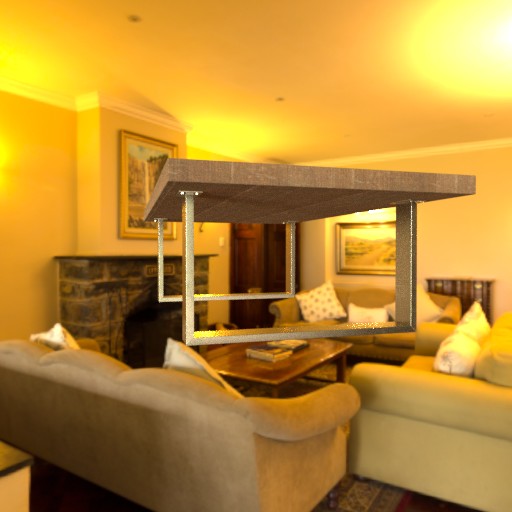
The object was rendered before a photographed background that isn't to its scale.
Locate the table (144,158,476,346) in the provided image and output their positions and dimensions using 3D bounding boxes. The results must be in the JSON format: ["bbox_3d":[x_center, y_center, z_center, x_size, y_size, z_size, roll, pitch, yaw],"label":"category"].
[{"bbox_3d":[0.000,0.000,1.730,0.800,0.440,1.400,0,1,-16],"label":"table"}]
